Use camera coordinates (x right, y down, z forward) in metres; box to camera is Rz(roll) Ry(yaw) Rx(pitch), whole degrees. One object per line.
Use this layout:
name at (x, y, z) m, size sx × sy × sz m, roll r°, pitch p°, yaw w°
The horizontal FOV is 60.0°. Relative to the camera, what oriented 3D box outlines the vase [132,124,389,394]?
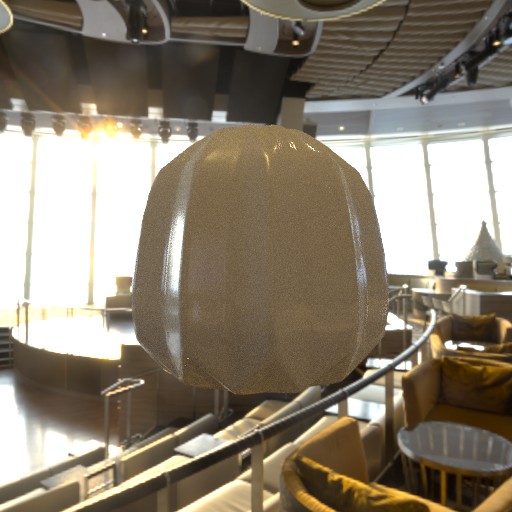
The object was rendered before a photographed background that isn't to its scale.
vase at (0.000, 0.000, 0.249) m, size 0.139 × 0.134 × 0.139 m, roll 0°, pitch 0°, yaw 0°
